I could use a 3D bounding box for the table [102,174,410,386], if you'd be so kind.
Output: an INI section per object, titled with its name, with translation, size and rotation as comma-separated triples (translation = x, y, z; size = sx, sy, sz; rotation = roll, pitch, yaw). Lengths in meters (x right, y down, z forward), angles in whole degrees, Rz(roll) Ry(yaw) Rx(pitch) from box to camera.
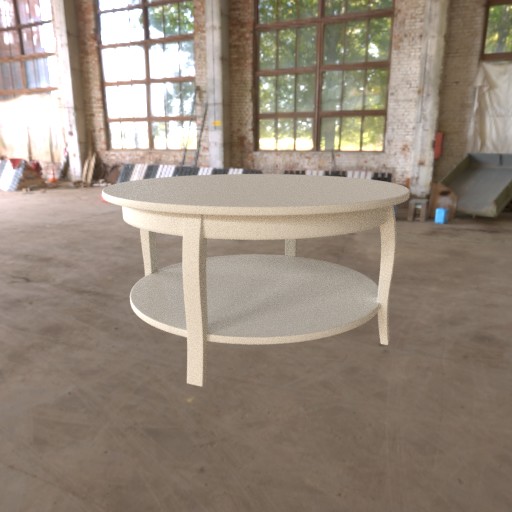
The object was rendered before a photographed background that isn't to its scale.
[table]
translation = 0.000, 0.000, 1.441
size = 0.910, 0.457, 0.910
rotation = 0, 15, 0
